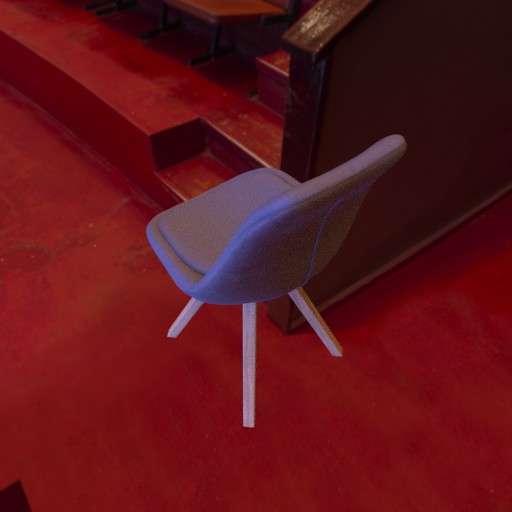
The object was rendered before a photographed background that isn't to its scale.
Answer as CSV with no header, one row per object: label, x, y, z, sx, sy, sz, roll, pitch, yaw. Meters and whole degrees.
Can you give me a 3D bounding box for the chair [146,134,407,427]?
chair,0.000,0.000,1.189,0.483,0.865,0.547,-31,54,-26
